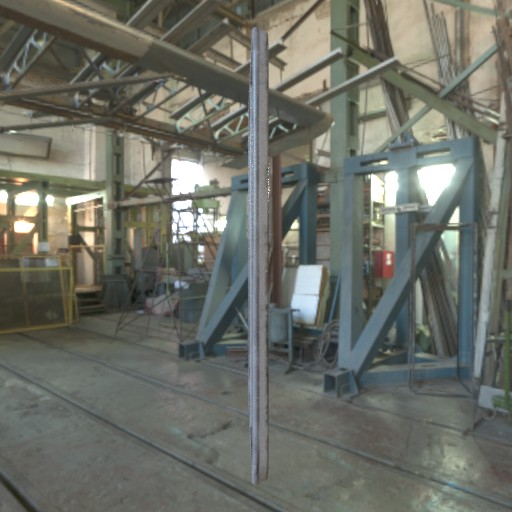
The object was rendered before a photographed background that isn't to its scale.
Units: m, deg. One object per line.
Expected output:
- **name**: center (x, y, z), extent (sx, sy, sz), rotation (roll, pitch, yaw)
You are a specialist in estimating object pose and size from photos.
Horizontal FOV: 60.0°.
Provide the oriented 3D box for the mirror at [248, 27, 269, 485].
- **mirror**: center (0.000, 0.000, 0.873), extent (0.024, 0.713, 0.461), rotation (0, 0, -2)
